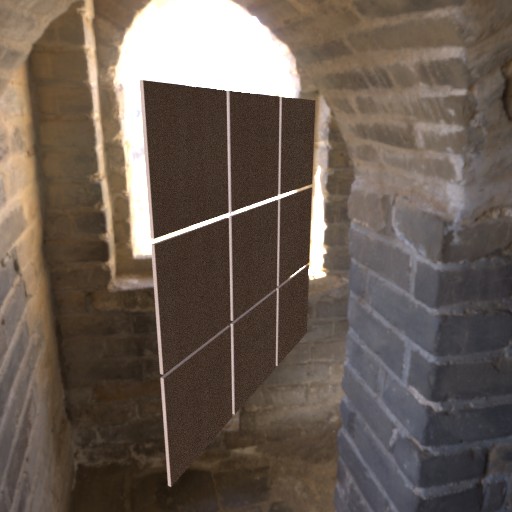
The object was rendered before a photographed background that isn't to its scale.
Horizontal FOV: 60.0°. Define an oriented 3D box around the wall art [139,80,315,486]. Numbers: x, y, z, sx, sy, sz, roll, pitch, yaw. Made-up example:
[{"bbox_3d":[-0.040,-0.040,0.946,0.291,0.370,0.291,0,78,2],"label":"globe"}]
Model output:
[{"bbox_3d":[0.000,0.000,1.767,0.013,1.218,1.219,8,19,26],"label":"wall art"}]
